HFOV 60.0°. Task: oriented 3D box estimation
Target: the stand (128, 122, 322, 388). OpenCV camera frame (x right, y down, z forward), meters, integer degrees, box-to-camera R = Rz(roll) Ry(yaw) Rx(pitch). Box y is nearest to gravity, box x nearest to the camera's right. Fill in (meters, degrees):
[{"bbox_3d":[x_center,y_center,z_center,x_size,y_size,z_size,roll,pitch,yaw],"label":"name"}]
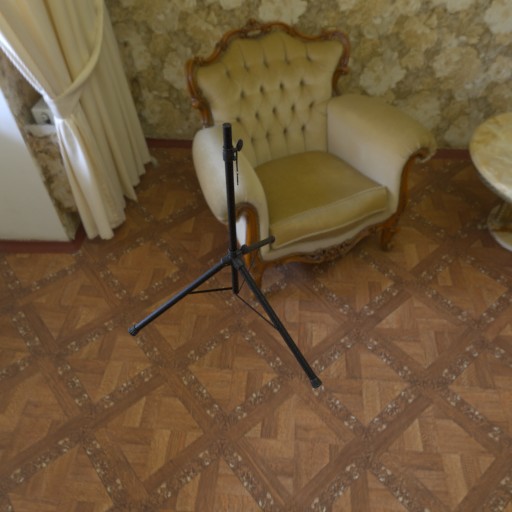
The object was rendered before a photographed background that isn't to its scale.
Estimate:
[{"bbox_3d":[0.000,0.000,1.929,1.045,1.136,0.907,-33,55,-27],"label":"stand"}]
